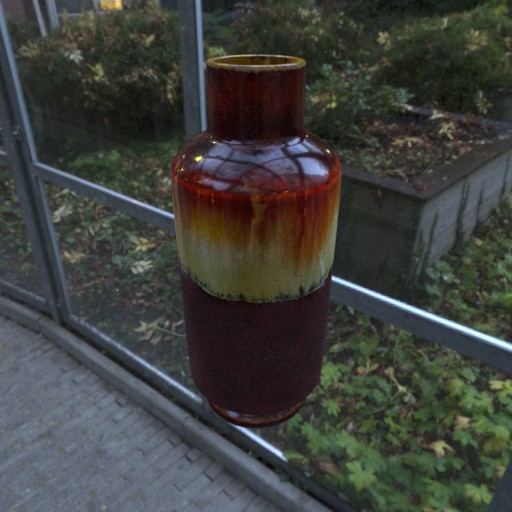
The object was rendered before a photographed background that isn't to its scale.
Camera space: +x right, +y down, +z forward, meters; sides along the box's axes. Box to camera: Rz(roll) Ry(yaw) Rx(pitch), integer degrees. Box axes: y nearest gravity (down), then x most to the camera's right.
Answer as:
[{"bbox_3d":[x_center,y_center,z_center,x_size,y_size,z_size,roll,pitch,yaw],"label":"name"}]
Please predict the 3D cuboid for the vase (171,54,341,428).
[{"bbox_3d":[0.000,0.000,0.320,0.111,0.261,0.111,0,30,0],"label":"vase"}]
